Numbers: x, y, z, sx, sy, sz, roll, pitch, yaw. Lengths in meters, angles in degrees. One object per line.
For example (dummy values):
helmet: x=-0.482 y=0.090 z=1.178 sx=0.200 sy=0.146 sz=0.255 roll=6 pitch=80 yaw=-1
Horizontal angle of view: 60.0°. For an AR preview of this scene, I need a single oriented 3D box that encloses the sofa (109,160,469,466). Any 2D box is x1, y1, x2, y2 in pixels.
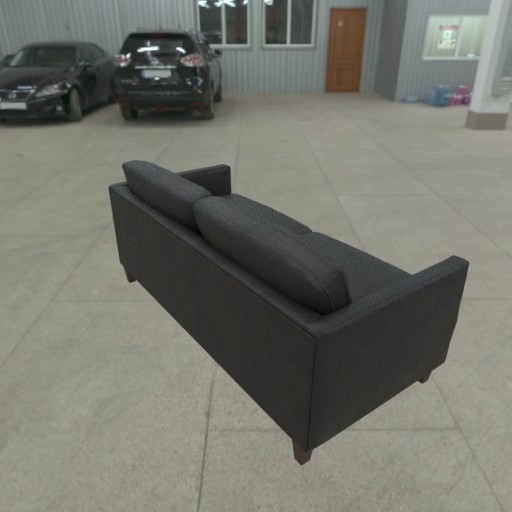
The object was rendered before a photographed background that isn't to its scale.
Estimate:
sofa: x=0.000 y=0.000 z=2.466 sx=0.933 sy=0.863 sz=1.971 roll=-18 pitch=32 yaw=-32
